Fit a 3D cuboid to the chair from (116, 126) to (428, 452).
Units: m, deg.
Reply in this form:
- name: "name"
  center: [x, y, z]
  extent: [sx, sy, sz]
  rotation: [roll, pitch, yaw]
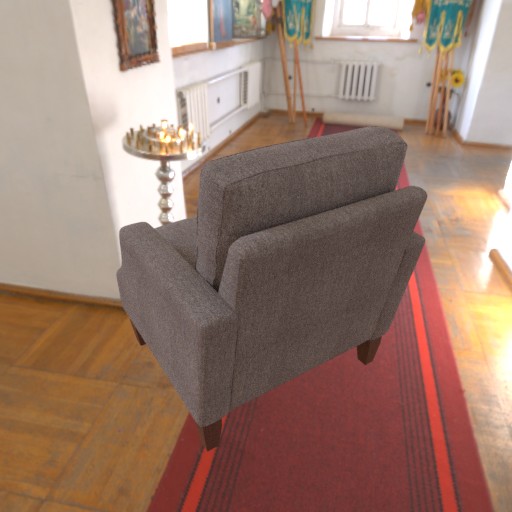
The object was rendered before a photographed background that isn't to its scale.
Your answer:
- name: "chair"
  center: [0.000, 0.000, 1.652]
  extent: [0.855, 0.993, 0.897]
  rotation: [-18, 35, -28]
